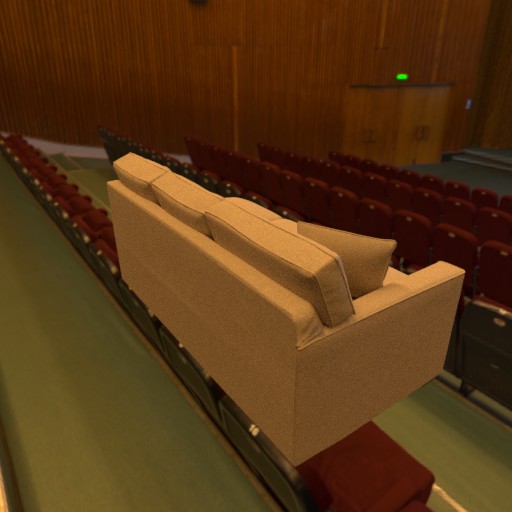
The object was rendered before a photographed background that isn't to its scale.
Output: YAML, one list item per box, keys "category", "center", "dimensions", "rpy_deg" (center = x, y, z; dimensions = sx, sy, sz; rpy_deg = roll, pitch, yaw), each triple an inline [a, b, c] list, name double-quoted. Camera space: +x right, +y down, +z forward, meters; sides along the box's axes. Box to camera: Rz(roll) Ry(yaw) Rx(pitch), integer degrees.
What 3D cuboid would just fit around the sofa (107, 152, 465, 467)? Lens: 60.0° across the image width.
- category: "sofa"
  center: [0.000, 0.000, 2.556]
  dimensions: [1.034, 0.946, 1.962]
  rpy_deg: [-17, 30, -31]
